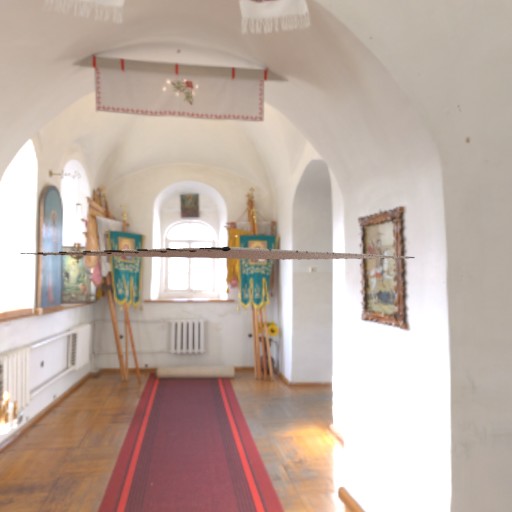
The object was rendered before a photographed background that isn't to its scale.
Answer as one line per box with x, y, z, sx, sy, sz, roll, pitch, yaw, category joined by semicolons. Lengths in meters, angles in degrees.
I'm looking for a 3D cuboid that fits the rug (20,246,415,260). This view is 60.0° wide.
0.000;0.000;3.275;1.524;0.021;2.755;-1;-2;36;rug
